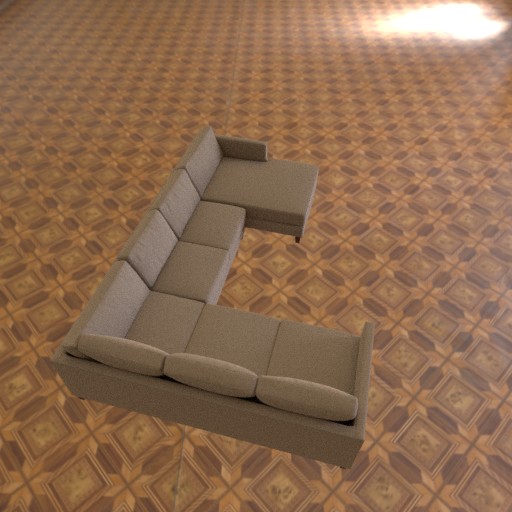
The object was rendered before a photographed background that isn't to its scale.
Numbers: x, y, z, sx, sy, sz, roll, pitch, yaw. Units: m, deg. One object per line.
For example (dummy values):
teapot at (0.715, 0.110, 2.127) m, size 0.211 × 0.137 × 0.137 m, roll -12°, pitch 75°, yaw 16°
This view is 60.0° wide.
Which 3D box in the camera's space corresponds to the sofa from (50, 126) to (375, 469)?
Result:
sofa at (0.000, 0.000, 4.521) m, size 2.424 × 0.865 × 3.438 m, roll 11°, pitch 48°, yaw 10°
